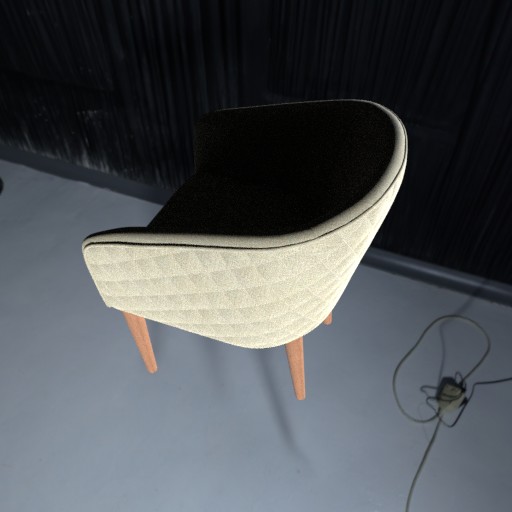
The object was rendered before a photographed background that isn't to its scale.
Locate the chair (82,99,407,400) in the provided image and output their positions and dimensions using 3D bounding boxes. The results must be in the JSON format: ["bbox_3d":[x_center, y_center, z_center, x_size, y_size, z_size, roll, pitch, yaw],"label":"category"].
[{"bbox_3d":[0.000,0.000,1.193,0.616,0.775,0.584,16,49,15],"label":"chair"}]
